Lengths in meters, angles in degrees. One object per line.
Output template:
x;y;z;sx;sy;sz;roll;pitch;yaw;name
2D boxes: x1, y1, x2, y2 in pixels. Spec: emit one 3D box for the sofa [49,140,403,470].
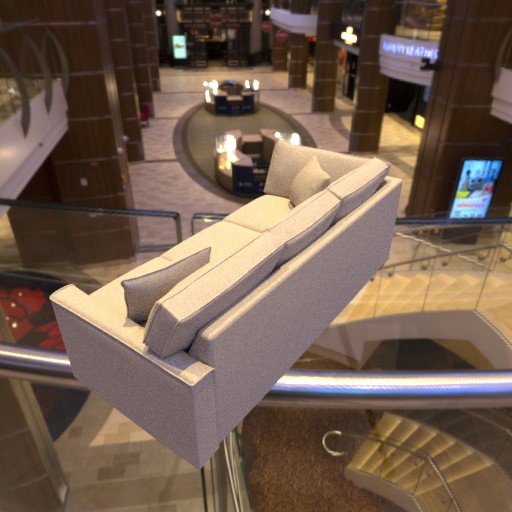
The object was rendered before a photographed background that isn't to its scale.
0.000;0.000;2.905;1.061;0.962;2.317;21;37;30;sofa
